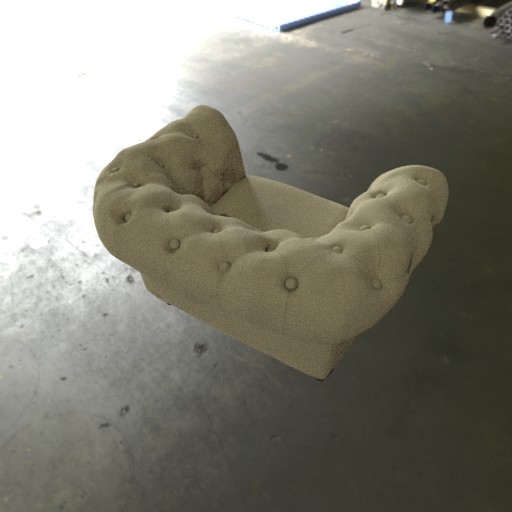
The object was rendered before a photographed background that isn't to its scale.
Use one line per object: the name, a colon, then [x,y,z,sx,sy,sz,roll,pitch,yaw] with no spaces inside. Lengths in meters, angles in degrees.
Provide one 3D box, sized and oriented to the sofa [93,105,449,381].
sofa: [0.000,0.000,2.090,1.405,0.878,1.034,23,49,21]
